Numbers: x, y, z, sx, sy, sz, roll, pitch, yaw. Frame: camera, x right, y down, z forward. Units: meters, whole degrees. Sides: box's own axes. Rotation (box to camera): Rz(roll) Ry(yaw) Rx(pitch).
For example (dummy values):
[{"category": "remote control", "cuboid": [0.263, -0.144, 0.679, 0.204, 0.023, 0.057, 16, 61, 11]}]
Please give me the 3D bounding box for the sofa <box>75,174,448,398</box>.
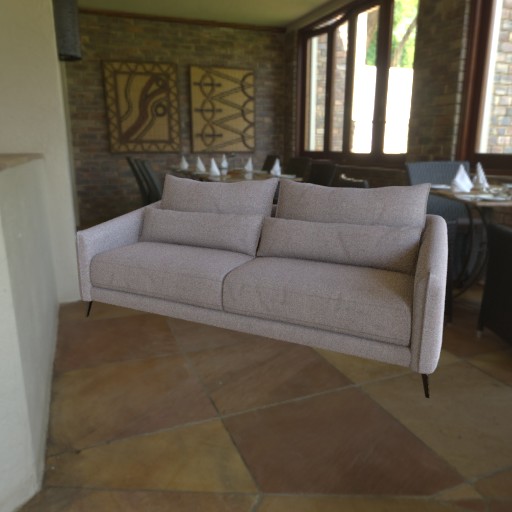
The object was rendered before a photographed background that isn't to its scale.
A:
[{"category": "sofa", "cuboid": [0.000, 0.000, 2.490, 2.022, 0.833, 0.809, 7, 16, 26]}]
